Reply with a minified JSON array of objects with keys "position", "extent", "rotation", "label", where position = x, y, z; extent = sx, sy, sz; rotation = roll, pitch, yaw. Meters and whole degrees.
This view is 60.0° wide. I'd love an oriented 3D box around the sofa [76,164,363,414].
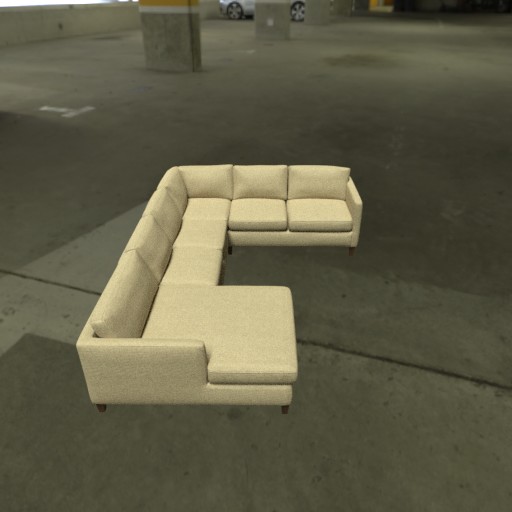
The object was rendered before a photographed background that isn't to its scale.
[{"position":[0.000,0.000,4.745],"extent":[2.593,0.959,3.460],"rotation":[0,31,1],"label":"sofa"}]
